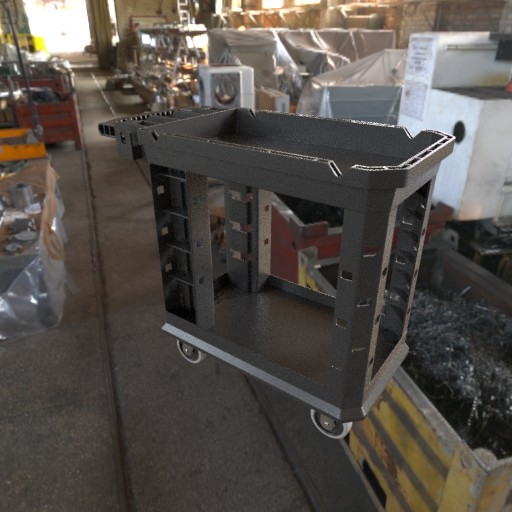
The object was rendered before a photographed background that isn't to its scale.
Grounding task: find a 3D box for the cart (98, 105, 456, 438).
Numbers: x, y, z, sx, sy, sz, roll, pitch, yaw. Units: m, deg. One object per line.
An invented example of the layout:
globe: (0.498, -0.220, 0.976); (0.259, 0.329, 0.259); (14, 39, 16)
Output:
cart: (0.000, 0.000, 1.538); (1.061, 0.884, 0.497); (18, 32, 32)
